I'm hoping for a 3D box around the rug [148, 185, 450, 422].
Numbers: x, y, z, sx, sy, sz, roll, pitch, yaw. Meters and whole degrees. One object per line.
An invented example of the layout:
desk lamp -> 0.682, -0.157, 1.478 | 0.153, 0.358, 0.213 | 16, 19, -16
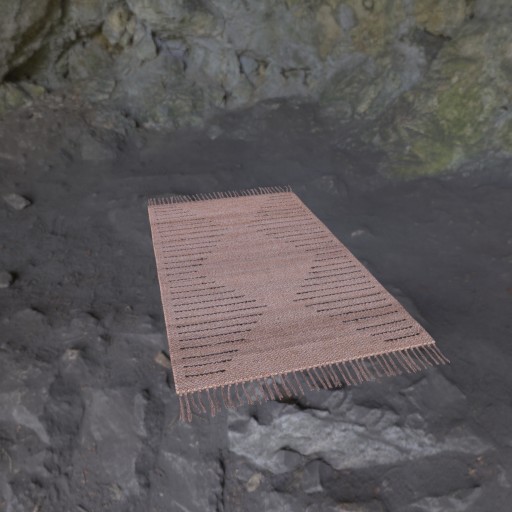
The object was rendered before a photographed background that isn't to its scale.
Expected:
rug -> 0.000, 0.000, 2.053 | 0.905, 0.017, 1.718 | -8, 30, -13
